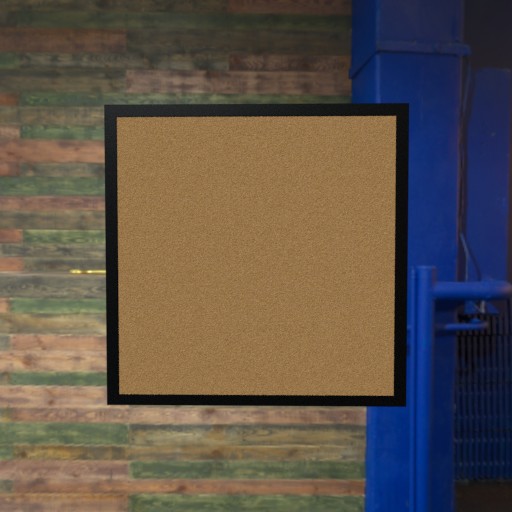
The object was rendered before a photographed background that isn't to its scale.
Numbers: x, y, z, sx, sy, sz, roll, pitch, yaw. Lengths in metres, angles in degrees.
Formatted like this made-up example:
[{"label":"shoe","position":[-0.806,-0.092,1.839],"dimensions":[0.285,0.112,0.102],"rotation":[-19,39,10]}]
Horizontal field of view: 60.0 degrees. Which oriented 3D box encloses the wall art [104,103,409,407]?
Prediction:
[{"label":"wall art","position":[0.000,0.000,0.761],"dimensions":[0.506,0.506,0.038],"rotation":[0,2,1]}]
